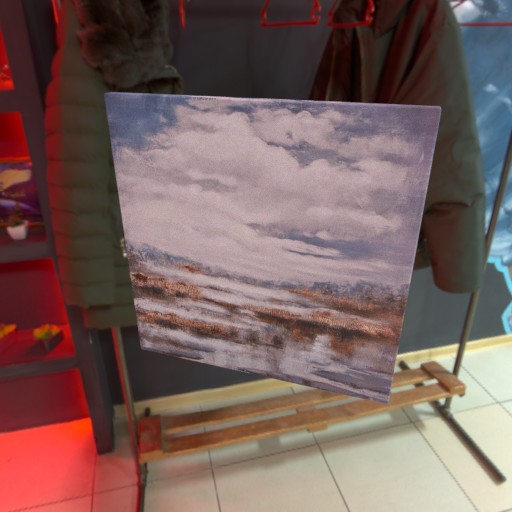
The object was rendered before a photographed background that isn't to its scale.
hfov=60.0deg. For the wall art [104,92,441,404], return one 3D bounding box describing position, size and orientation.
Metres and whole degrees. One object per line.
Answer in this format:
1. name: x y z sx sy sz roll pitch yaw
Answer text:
1. wall art: 0.000 0.000 1.517 1.010 1.020 0.040 8 28 16
